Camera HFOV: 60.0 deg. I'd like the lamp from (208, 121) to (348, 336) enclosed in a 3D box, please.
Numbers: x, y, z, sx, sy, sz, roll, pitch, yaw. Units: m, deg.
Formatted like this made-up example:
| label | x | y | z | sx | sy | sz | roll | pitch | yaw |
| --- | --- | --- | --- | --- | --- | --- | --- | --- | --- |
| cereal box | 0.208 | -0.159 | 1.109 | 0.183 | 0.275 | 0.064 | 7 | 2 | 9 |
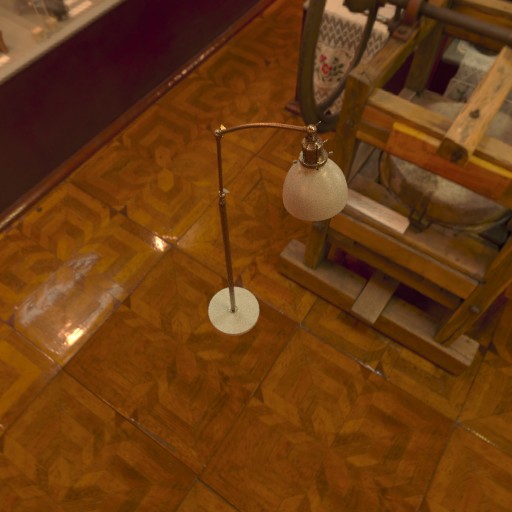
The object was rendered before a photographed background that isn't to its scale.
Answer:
| label | x | y | z | sx | sy | sz | roll | pitch | yaw |
| --- | --- | --- | --- | --- | --- | --- | --- | --- | --- |
| lamp | 0.000 | 0.000 | 1.801 | 0.599 | 1.586 | 0.288 | 32 | 65 | 17 |
